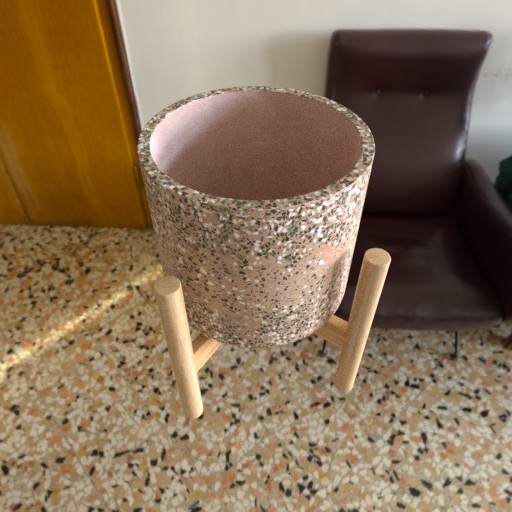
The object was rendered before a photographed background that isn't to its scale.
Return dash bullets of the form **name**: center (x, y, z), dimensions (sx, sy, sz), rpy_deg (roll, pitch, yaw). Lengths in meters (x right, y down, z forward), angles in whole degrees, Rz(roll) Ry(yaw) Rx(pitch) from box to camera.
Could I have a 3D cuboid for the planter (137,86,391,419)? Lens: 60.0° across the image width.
- **planter**: center (0.000, 0.000, 0.533), dimensions (0.284, 0.320, 0.284), rpy_deg (-25, 50, -23)
